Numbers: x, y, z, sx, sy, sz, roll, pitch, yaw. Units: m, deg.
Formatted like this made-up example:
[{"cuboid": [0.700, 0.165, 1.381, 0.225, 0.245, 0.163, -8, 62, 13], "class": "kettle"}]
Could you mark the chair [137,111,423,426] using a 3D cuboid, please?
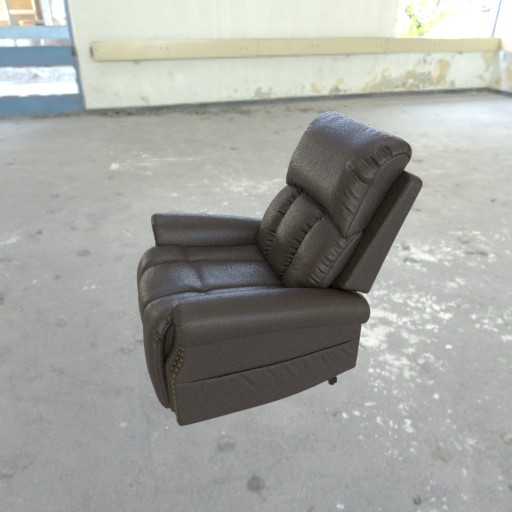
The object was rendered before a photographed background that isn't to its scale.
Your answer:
[{"cuboid": [0.000, 0.000, 1.817, 0.978, 1.028, 0.869, -8, 30, -15], "class": "chair"}]
